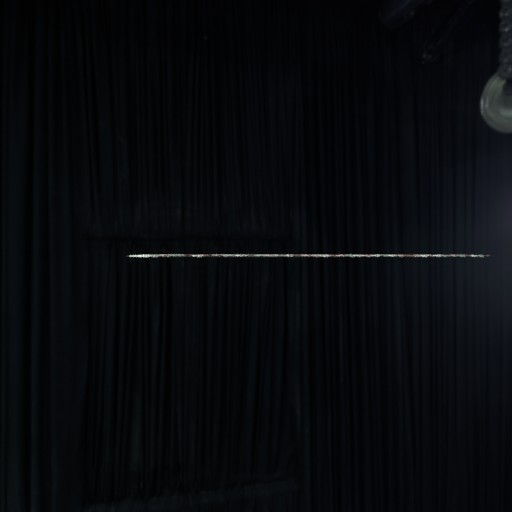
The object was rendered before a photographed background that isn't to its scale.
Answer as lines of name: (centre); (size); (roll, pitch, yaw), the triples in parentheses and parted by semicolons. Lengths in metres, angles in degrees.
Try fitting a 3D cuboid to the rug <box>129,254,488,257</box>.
rug: (0.000, 0.000, 2.256); (1.219, 0.010, 1.829); (0, 0, -18)
